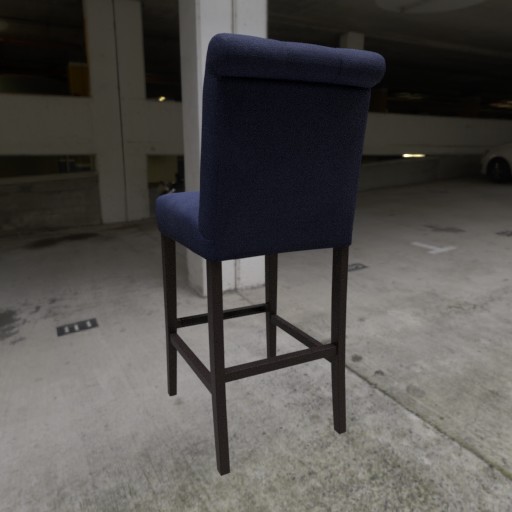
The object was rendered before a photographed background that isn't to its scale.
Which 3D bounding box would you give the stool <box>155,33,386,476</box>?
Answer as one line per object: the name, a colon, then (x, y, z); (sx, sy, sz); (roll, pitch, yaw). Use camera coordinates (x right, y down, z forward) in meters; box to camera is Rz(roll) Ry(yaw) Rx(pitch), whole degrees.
stool: (0.000, 0.000, 1.395); (0.493, 1.140, 0.601); (-7, 15, -26)
